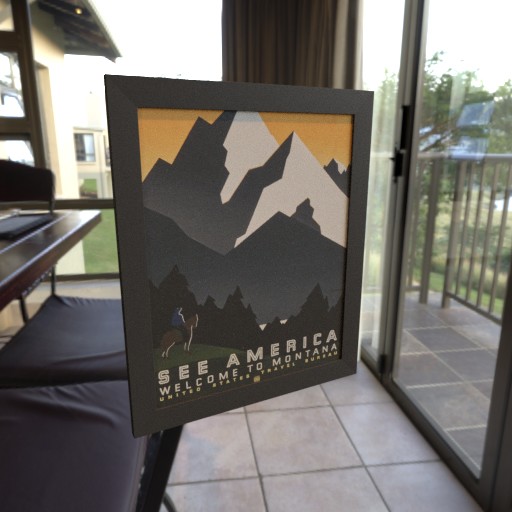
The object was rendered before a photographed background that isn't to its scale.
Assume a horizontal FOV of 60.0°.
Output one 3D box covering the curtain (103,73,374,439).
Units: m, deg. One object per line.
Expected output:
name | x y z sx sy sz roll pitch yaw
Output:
curtain | 0.000 0.000 0.805 0.483 0.585 0.027 -7 16 -26
